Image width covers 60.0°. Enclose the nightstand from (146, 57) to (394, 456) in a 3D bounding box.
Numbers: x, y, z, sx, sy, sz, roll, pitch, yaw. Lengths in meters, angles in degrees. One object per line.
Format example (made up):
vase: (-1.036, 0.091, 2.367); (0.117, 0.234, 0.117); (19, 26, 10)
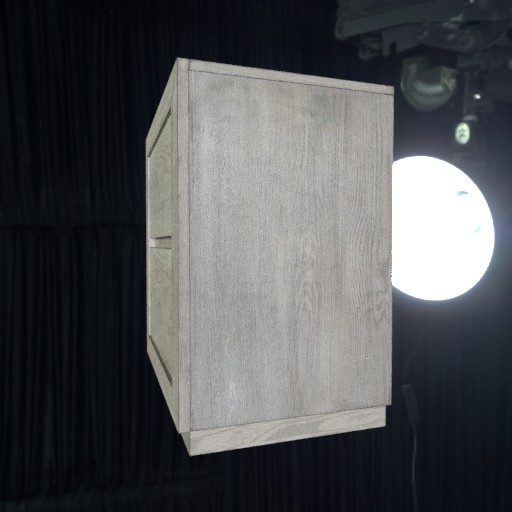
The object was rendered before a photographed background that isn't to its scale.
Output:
nightstand: (0.000, 0.000, 1.103); (0.483, 0.673, 0.612); (0, 2, -19)
